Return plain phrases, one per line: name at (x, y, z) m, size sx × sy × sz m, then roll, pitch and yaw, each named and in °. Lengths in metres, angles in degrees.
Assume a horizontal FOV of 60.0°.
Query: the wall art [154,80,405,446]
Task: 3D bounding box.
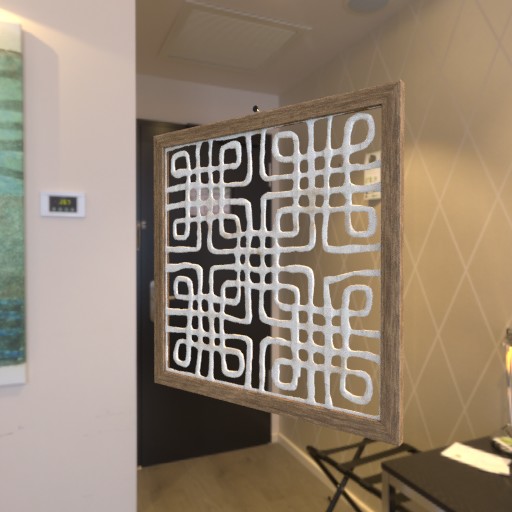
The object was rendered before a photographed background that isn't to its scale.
wall art at (0.000, 0.000, 0.851) m, size 0.561 × 0.582 × 0.021 m, roll 1°, pitch 1°, yaw 36°
